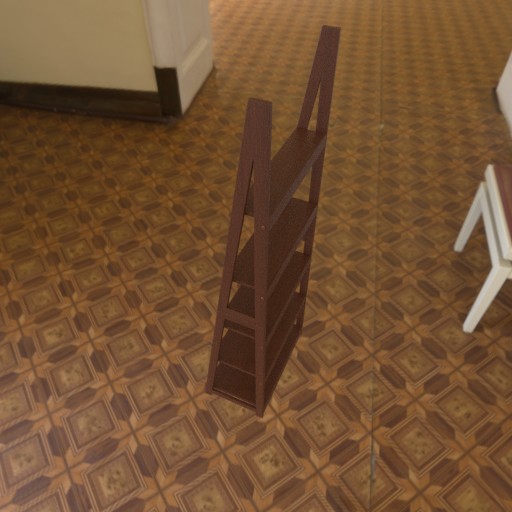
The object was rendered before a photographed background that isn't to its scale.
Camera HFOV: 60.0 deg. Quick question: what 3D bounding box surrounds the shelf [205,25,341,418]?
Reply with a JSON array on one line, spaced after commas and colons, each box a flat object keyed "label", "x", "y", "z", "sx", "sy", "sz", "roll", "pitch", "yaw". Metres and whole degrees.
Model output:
[{"label": "shelf", "x": 0.000, "y": 0.000, "z": 1.968, "sx": 0.350, "sy": 1.770, "sz": 0.600, "roll": 18, "pitch": 48, "yaw": 17}]
